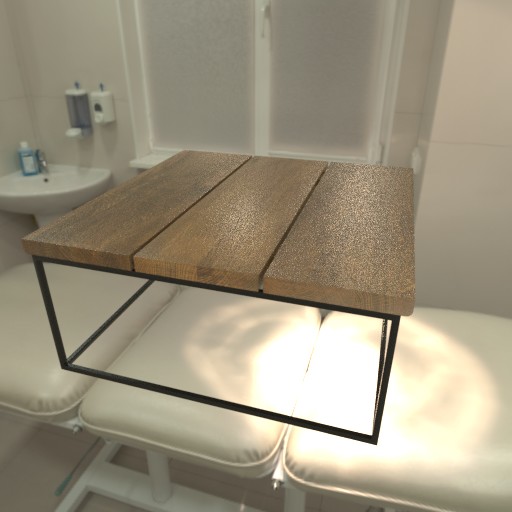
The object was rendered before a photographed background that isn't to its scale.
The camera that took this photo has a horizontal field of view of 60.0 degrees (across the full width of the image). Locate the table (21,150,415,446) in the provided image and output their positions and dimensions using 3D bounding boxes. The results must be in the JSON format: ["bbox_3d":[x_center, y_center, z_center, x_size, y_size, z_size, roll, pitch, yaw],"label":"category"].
[{"bbox_3d":[0.000,0.000,1.415,0.900,0.400,0.900,8,28,15],"label":"table"}]
